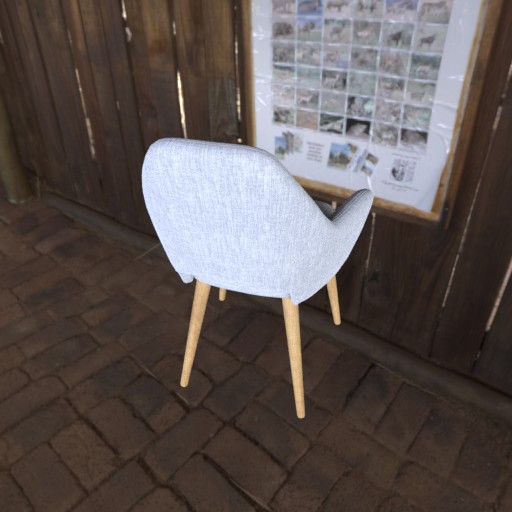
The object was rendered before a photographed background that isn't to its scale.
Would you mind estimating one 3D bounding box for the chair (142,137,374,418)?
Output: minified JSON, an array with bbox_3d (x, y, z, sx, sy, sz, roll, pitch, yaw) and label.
[{"bbox_3d":[0.000,0.000,1.262,0.590,0.840,0.610,10,34,15],"label":"chair"}]
